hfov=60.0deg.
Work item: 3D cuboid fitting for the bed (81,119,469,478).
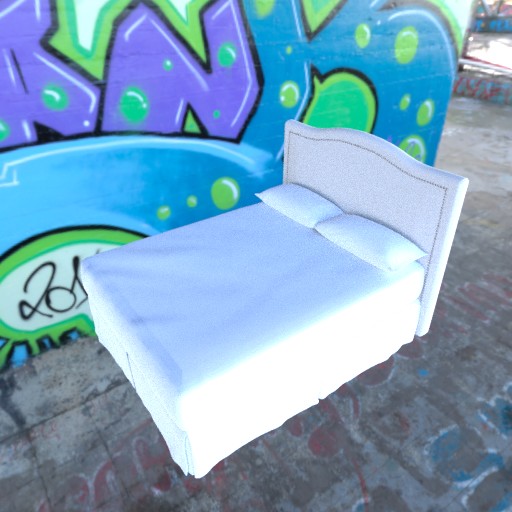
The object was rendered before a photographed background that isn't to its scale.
[{"bbox_3d":[0.000,0.000,3.229,2.143,1.460,1.753,-21,38,-30],"label":"bed"}]
